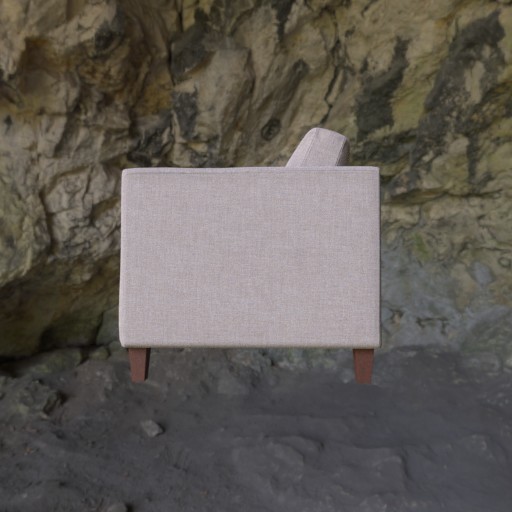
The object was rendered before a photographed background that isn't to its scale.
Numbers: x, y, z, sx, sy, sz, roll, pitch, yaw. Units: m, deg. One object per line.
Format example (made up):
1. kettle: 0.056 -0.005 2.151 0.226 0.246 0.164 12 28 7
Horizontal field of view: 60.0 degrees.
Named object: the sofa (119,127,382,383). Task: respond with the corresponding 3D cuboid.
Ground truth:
1. sofa: 0.000 0.000 2.468 0.951 0.947 1.884 0 -1 2
